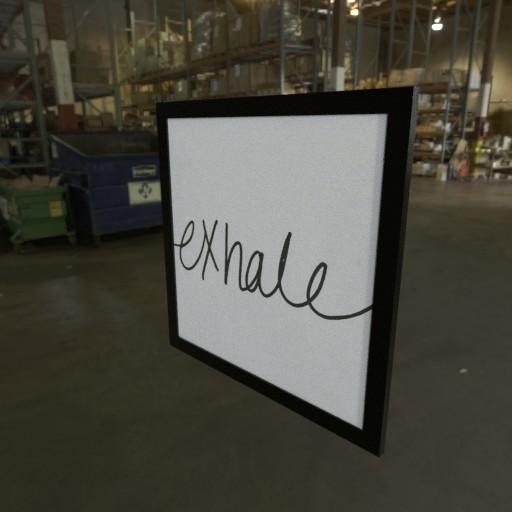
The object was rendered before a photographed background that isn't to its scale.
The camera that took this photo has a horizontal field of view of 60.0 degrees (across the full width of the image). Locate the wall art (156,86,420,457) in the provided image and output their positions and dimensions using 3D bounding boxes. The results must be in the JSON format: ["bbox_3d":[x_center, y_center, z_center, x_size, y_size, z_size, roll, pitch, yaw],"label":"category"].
[{"bbox_3d":[0.000,0.000,0.655,0.446,0.445,0.014,15,22,41],"label":"wall art"}]
